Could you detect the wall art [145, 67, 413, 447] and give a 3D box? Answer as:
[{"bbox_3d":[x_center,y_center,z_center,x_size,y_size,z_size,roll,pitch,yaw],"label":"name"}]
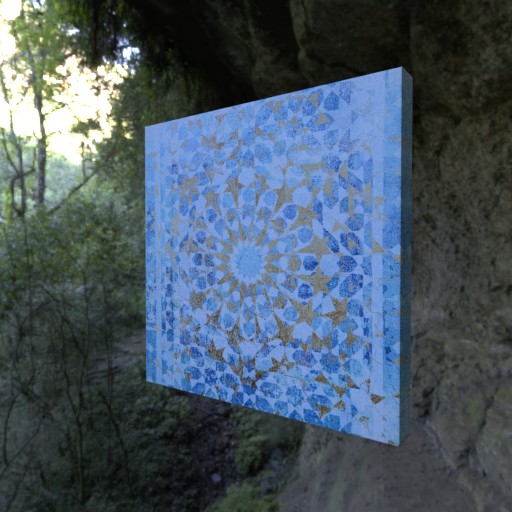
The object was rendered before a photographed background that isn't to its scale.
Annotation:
[{"bbox_3d":[0.000,0.000,0.603,0.405,0.405,0.037,1,1,35],"label":"wall art"}]
